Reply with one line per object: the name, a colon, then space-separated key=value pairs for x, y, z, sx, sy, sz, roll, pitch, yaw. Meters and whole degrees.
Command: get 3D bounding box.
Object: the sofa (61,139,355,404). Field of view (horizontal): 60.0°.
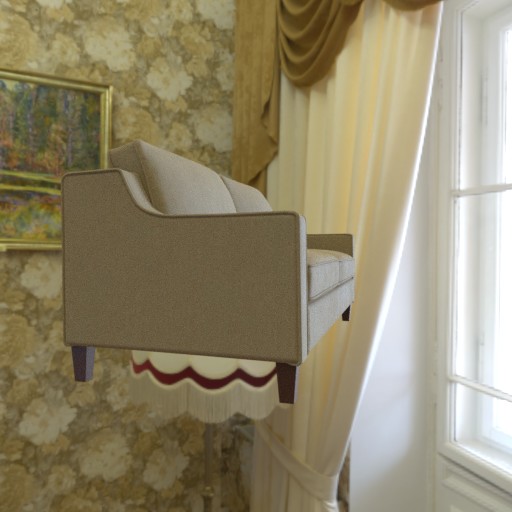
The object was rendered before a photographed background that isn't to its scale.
sofa: x=0.000 y=0.000 z=2.767 sx=1.066 sy=1.071 sz=2.178 roll=0 pitch=1 yaw=17
